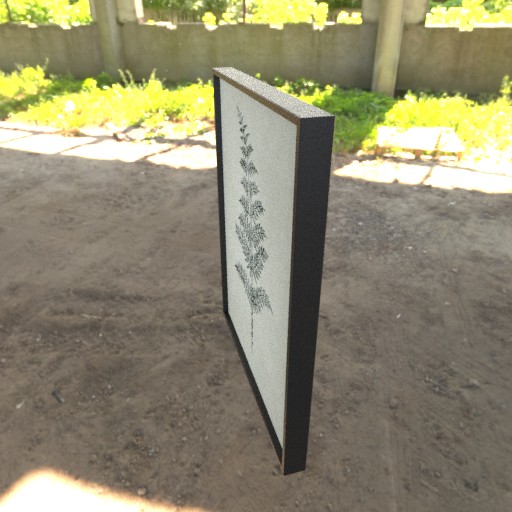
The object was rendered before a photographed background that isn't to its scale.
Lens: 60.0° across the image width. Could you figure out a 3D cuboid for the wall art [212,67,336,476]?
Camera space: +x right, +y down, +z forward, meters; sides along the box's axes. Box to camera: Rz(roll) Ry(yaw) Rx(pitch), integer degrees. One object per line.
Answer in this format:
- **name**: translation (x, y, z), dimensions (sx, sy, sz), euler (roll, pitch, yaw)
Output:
- **wall art**: translation (0.000, 0.000, 0.763), dimensions (0.039, 0.555, 0.449), euler (-8, 30, -14)
